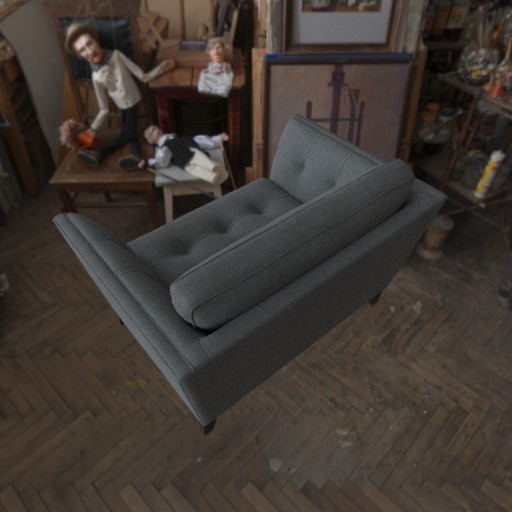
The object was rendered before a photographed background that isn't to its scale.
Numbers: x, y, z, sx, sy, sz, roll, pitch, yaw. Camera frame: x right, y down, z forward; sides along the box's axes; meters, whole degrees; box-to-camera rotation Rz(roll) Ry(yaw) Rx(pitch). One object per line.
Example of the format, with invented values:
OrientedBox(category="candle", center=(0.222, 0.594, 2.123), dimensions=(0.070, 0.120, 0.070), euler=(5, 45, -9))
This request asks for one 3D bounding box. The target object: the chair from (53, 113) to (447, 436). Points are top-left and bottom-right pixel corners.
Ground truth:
OrientedBox(category="chair", center=(0.000, 0.000, 2.093), dimensions=(1.396, 0.942, 0.965), euler=(-31, 53, -27))
